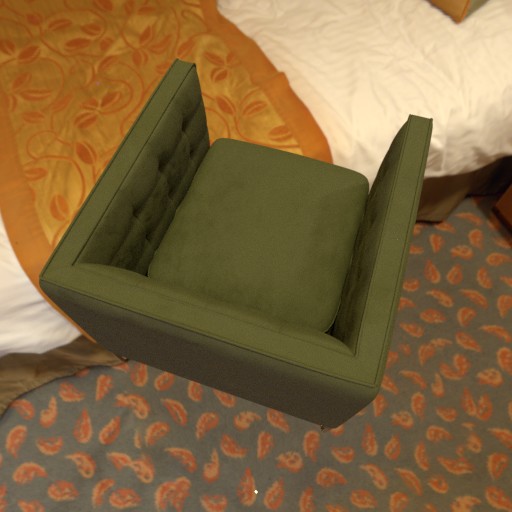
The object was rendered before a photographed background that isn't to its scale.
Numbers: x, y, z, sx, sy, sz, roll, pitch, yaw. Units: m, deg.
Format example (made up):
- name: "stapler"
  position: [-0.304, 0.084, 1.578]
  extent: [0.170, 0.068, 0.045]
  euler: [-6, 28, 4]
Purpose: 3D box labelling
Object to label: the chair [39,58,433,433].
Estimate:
- name: "chair"
  position: [0.000, 0.000, 1.547]
  extent: [0.880, 0.790, 0.894]
  euler: [17, 63, 9]
